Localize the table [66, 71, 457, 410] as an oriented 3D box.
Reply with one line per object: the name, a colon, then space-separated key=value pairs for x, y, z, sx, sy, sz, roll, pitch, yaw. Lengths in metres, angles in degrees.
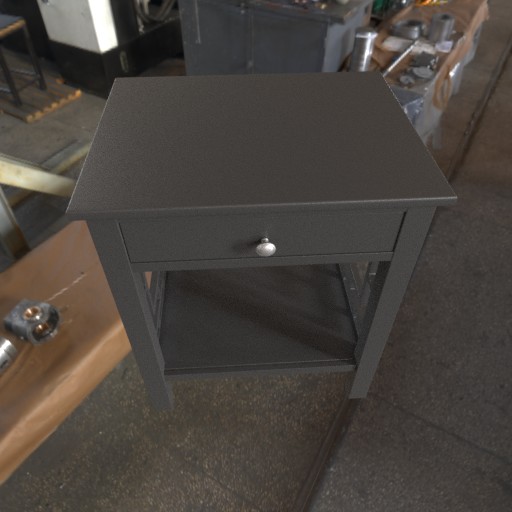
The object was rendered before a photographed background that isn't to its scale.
table: x=0.000 y=0.000 z=1.013 sx=0.564 sy=0.646 sz=0.451 roll=-3 pitch=46 yaw=-2
